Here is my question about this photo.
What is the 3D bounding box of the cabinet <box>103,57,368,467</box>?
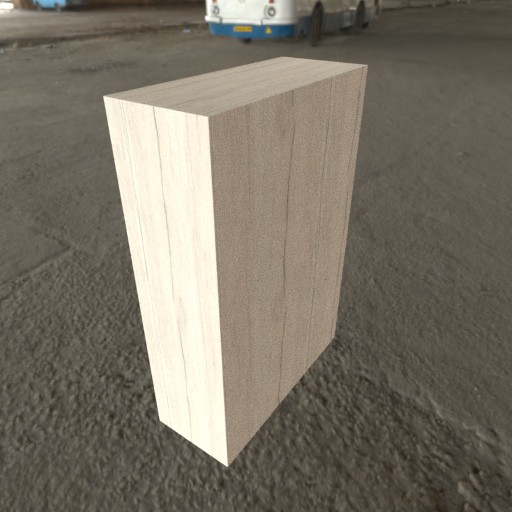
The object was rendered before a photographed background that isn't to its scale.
[{"bbox_3d":[0.000,0.000,2.738,0.580,2.070,1.400,21,37,29],"label":"cabinet"}]
